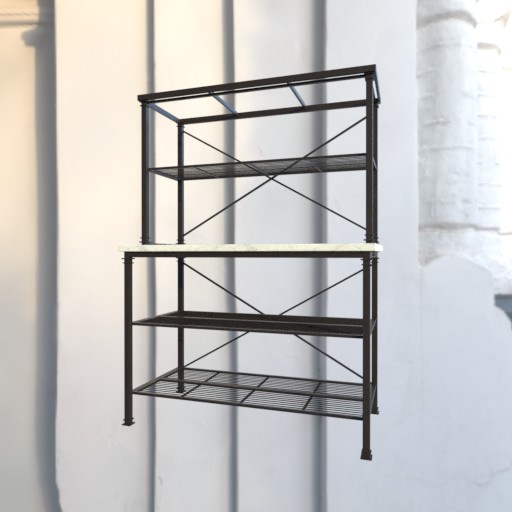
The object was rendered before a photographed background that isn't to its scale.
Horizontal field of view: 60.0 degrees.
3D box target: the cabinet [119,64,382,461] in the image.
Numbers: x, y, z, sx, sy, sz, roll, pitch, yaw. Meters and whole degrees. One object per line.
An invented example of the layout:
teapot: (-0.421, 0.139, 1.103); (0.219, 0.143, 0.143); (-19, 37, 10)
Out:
cabinet: (0.000, 0.000, 2.246); (1.210, 1.659, 0.610); (0, 0, 18)
